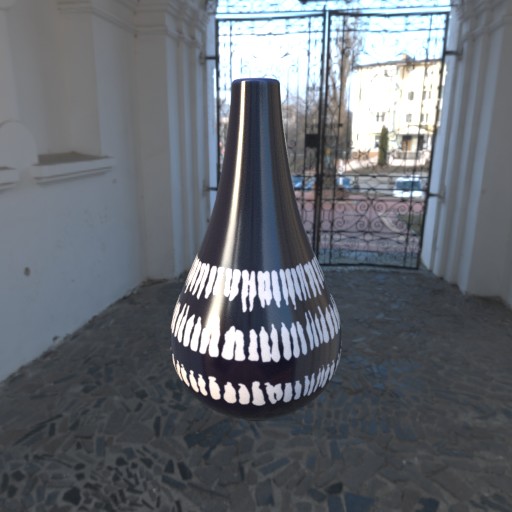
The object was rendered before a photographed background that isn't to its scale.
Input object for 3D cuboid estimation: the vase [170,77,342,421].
[{"bbox_3d":[0.000,0.000,0.397,0.159,0.295,0.159,0,15,0],"label":"vase"}]
